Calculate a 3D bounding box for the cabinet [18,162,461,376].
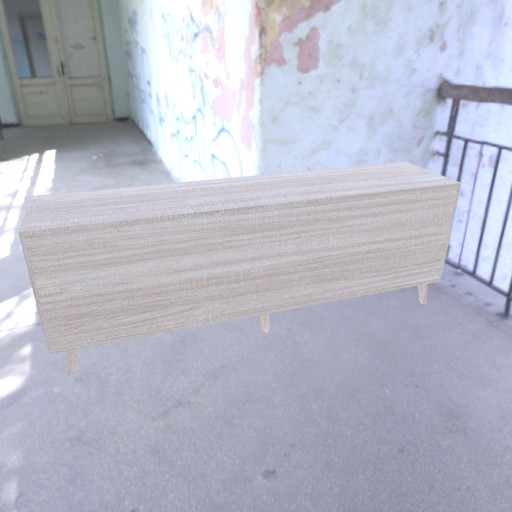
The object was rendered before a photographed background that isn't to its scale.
[{"bbox_3d":[0.000,0.000,2.493,2.200,0.780,0.500,-8,27,-17],"label":"cabinet"}]
